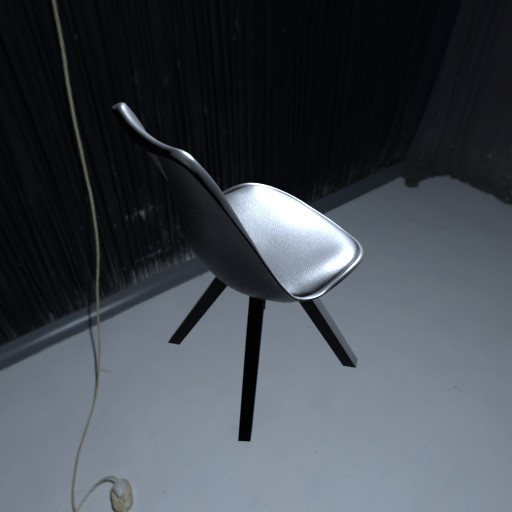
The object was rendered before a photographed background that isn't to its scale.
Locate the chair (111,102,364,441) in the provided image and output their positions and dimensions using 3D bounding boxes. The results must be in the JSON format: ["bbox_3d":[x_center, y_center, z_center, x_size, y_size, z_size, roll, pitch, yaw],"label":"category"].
[{"bbox_3d":[0.000,0.000,1.163,0.530,0.850,0.485,-25,47,-26],"label":"chair"}]
